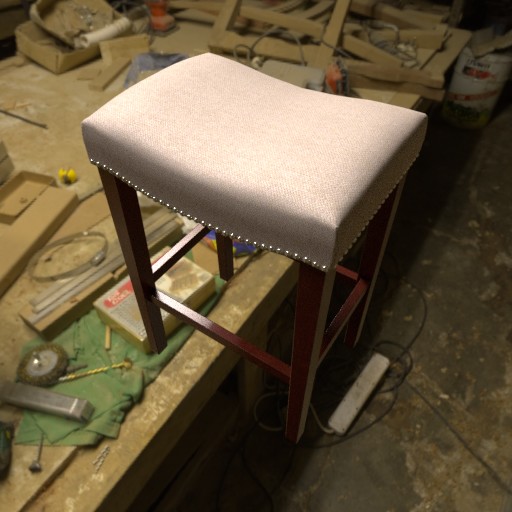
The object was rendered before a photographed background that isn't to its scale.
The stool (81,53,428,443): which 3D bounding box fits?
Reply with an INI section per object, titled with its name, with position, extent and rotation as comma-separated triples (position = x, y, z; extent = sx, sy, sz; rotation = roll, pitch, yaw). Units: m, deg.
[stool]
position = 0.000, 0.000, 1.014
extent = 0.504, 0.742, 0.372
rotation = 26, 51, 23
